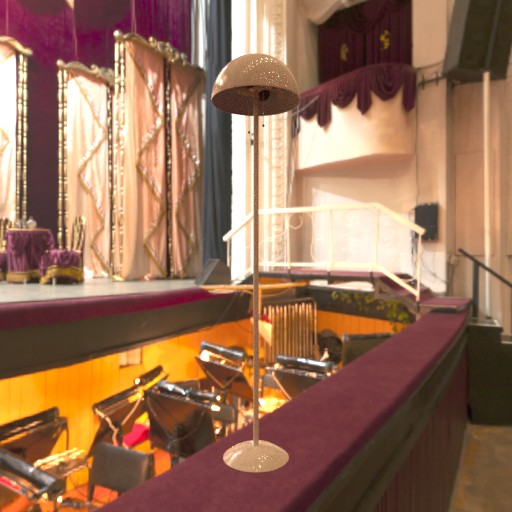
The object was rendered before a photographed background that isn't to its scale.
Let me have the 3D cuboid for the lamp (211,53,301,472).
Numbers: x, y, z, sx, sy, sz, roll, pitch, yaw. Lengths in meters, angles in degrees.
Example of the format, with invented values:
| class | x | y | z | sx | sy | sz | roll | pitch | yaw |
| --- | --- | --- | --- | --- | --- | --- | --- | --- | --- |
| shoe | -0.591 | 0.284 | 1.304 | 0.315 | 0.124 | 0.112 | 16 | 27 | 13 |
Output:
| class | x | y | z | sx | sy | sz | roll | pitch | yaw |
| --- | --- | --- | --- | --- | --- | --- | --- | --- | --- |
| lamp | 0.000 | 0.000 | 1.633 | 0.328 | 1.480 | 0.328 | 0 | 0 | 36 |
